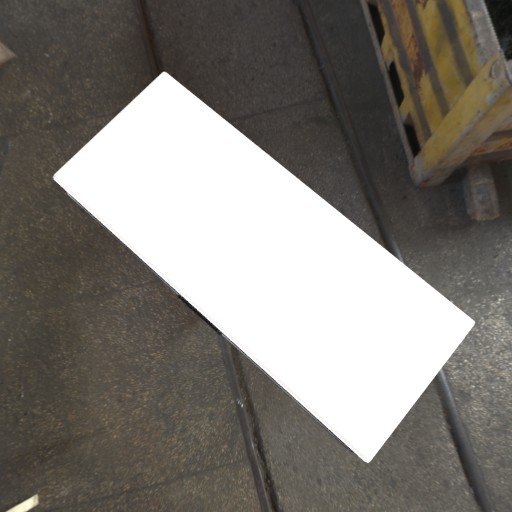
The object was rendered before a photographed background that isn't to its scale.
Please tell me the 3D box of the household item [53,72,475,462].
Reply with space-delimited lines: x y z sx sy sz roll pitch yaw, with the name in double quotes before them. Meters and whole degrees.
"household item" 0.000 0.000 2.131 1.905 0.356 0.787 41 80 9
